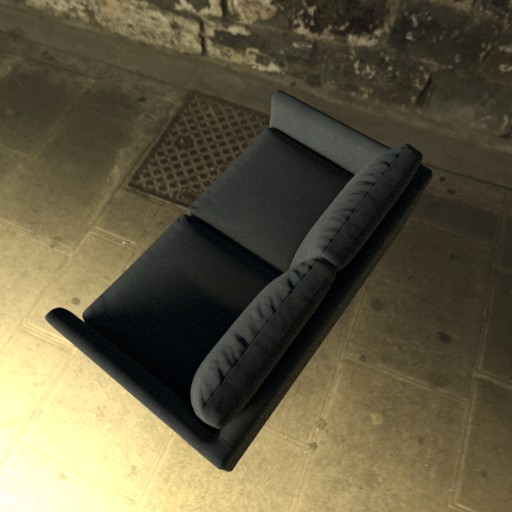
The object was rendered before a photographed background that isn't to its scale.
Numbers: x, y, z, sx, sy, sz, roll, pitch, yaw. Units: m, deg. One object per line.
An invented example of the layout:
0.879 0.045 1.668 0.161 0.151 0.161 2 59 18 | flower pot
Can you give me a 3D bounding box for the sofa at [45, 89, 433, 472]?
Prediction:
0.000 0.000 2.467 1.091 0.845 1.909 34 68 16 | sofa
